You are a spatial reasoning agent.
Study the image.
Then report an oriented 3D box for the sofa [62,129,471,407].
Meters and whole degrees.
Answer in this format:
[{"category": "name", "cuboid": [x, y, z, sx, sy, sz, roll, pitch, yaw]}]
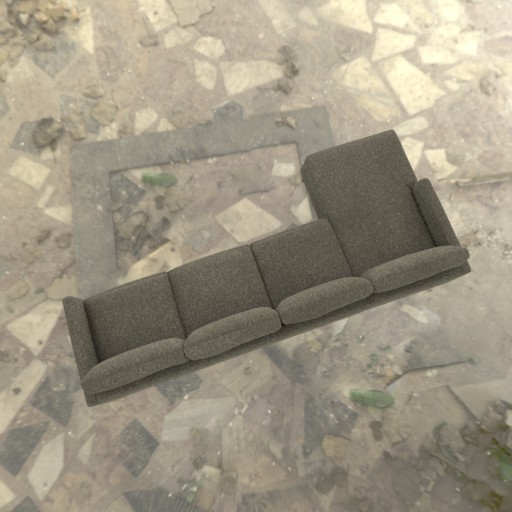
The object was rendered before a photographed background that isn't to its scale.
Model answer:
[{"category": "sofa", "cuboid": [0.000, 0.000, 3.448, 2.932, 0.810, 1.350, -19, 77, -5]}]
